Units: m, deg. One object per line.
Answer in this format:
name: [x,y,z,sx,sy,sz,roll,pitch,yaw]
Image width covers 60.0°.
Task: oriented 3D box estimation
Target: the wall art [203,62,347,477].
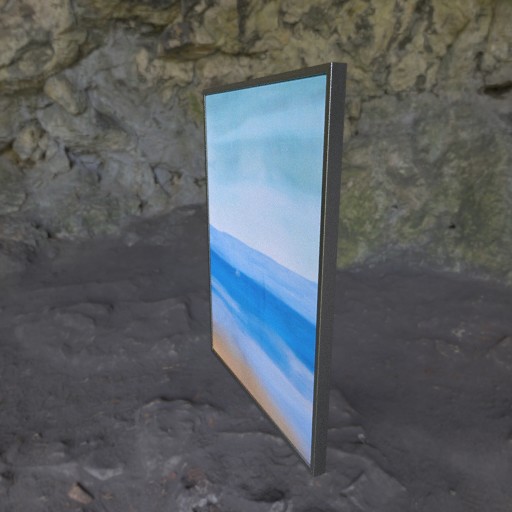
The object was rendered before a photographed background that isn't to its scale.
wall art: [0.000,0.000,1.432,0.041,1.062,0.803,-8,18,-25]
